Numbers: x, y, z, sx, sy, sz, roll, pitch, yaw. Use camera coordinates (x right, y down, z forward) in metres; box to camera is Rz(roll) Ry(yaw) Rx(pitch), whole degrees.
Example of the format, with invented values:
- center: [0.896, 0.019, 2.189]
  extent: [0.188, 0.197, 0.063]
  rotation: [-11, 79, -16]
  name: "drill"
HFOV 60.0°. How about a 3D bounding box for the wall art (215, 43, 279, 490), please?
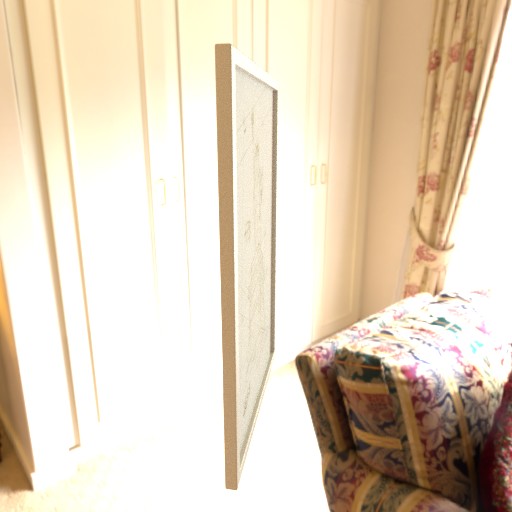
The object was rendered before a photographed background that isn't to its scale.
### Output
- center: [0.000, 0.000, 1.501]
  extent: [0.038, 1.183, 0.808]
  rotation: [3, 16, 10]
  name: "wall art"
